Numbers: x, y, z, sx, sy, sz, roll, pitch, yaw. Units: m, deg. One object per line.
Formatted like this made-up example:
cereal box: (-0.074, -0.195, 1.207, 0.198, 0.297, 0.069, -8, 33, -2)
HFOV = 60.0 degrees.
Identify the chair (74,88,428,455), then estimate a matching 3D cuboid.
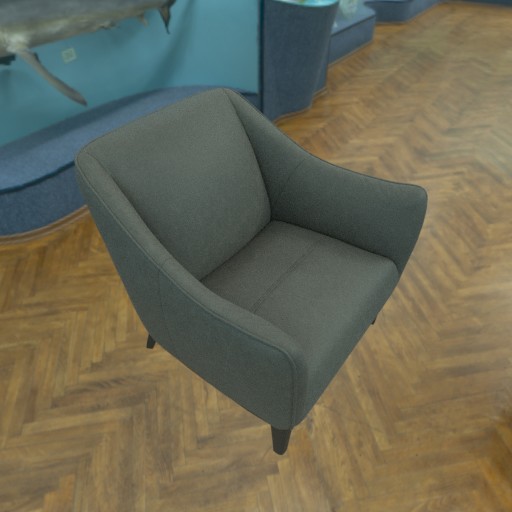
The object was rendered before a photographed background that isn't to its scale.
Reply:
chair: (0.000, 0.000, 1.527, 0.852, 0.830, 0.871, 25, 46, 27)
